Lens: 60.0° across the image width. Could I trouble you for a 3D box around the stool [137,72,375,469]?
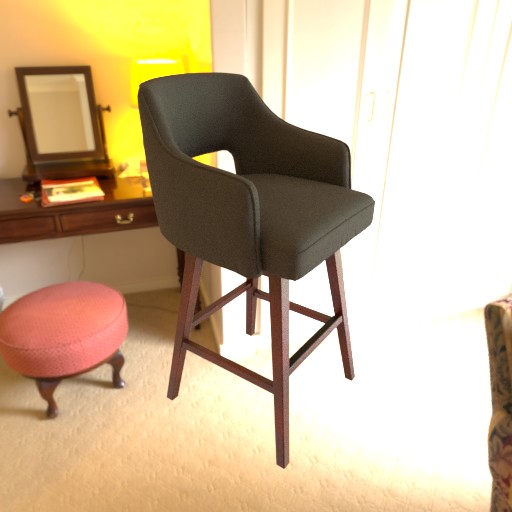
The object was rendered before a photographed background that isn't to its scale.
[{"bbox_3d":[0.000,0.000,1.355,0.558,1.012,0.548,18,32,32],"label":"stool"}]
